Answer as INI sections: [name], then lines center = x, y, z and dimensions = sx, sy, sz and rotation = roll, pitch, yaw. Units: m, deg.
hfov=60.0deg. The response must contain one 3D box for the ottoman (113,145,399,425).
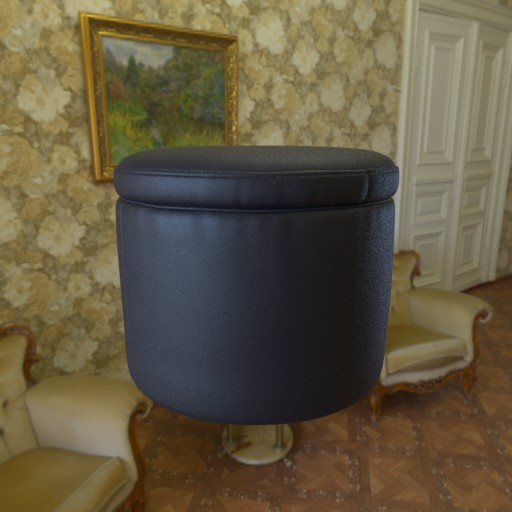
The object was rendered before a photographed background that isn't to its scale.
[ottoman]
center = 0.000, 0.000, 0.847
dimensions = 0.501, 0.409, 0.501
rotation = 0, 14, 0
